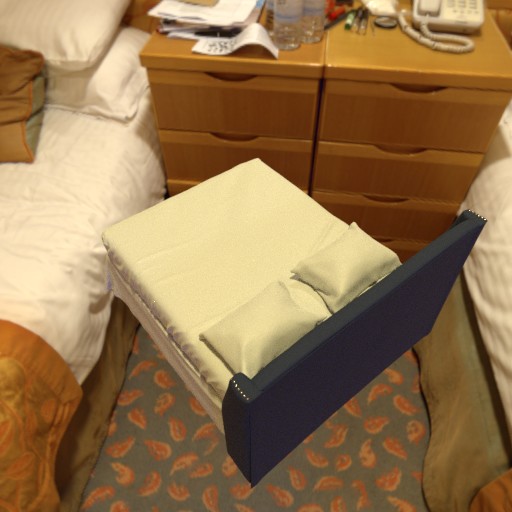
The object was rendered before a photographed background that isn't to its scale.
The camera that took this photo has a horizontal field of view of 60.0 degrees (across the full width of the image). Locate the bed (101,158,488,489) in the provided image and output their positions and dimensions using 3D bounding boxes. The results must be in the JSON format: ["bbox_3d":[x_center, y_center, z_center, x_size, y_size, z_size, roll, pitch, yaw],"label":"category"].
[{"bbox_3d":[0.000,0.000,3.410,1.925,1.332,2.276,-31,54,-25],"label":"bed"}]
